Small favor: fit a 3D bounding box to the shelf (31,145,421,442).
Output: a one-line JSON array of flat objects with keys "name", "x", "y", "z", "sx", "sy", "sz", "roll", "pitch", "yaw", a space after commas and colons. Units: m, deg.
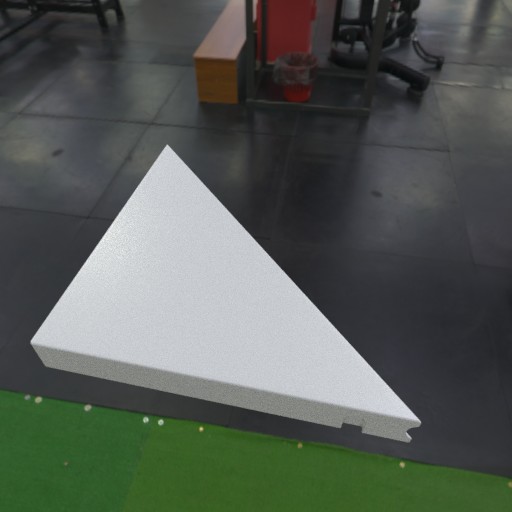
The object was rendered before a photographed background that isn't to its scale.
[{"name": "shelf", "x": 0.000, "y": 0.000, "z": 0.435, "sx": 0.296, "sy": 0.035, "sz": 0.296, "roll": 9, "pitch": 46, "yaw": 9}]
